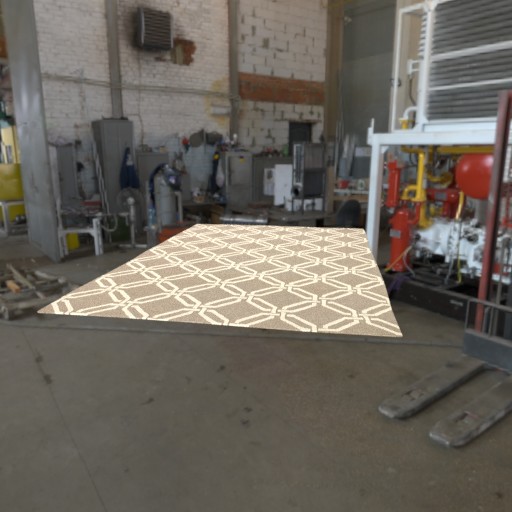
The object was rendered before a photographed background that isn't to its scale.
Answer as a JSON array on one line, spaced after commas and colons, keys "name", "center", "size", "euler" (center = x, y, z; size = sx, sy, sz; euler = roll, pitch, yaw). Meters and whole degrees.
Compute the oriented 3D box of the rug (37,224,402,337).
[{"name": "rug", "center": [0.000, 0.000, 2.161], "size": [1.142, 0.010, 1.748], "euler": [2, 14, 9]}]
